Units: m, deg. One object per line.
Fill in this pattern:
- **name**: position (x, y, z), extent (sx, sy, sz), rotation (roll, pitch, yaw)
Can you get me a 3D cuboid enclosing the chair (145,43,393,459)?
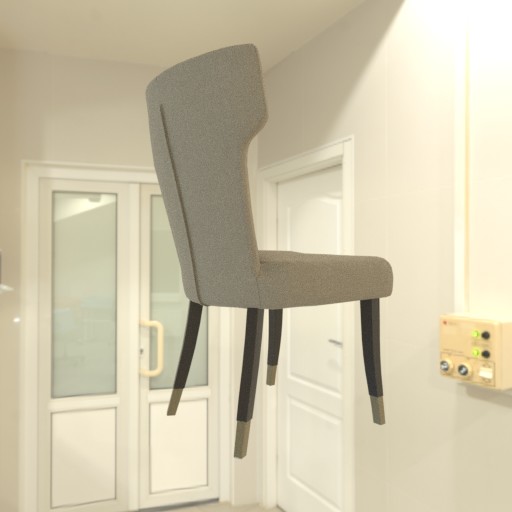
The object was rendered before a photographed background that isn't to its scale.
- **chair**: position (0.000, 0.000, 1.305), extent (0.630, 0.955, 0.526), rotation (0, -1, -37)
